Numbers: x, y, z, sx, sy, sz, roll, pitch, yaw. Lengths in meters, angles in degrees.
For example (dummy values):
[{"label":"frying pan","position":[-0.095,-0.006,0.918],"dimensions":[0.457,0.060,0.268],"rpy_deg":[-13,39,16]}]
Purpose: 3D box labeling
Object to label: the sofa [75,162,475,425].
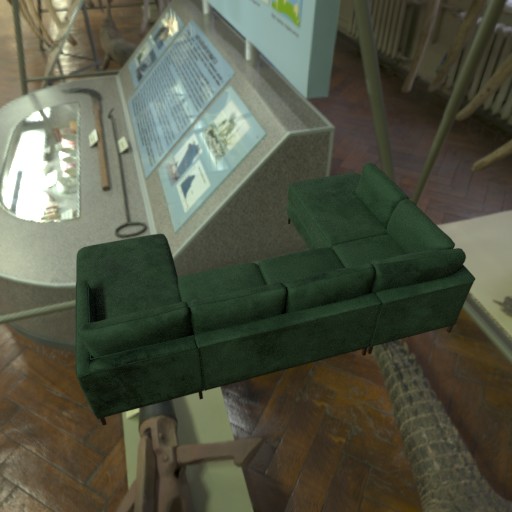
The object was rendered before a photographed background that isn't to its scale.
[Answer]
[{"label":"sofa","position":[0.000,0.000,3.885],"dimensions":[2.994,0.861,1.992],"rpy_deg":[-11,41,-13]}]
